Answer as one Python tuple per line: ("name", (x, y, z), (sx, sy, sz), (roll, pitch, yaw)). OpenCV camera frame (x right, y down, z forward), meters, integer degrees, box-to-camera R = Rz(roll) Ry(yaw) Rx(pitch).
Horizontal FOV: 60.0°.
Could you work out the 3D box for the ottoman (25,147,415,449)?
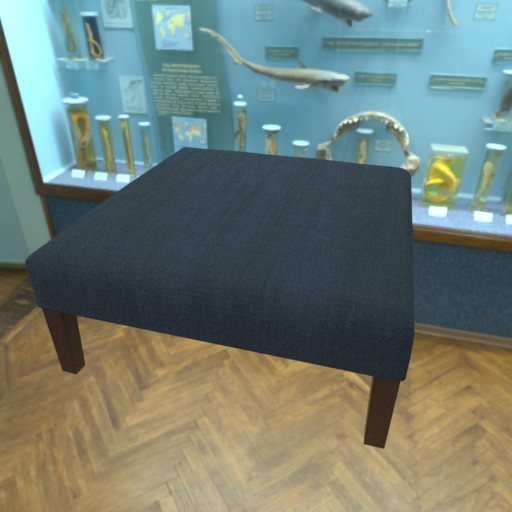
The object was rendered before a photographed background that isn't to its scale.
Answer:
("ottoman", (0.000, 0.000, 1.377), (0.889, 0.411, 0.890), (9, 32, 14))
